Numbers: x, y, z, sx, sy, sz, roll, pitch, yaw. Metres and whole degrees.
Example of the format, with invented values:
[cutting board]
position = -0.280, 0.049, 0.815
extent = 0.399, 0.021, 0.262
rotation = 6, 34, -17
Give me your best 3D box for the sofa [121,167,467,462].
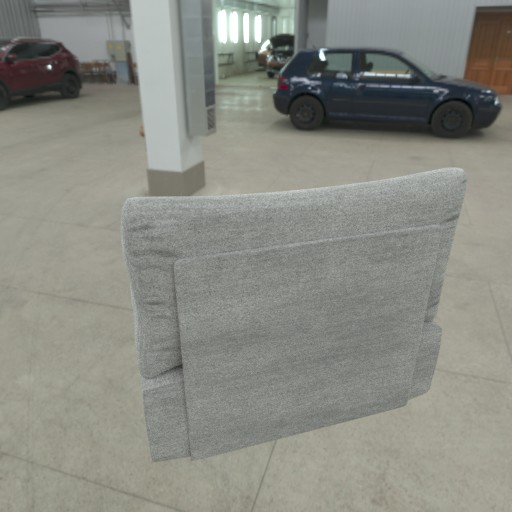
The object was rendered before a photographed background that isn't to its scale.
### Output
[sofa]
position = 0.000, 0.000, 1.646
extent = 0.930, 0.820, 1.000
rotation = -8, 27, -16
